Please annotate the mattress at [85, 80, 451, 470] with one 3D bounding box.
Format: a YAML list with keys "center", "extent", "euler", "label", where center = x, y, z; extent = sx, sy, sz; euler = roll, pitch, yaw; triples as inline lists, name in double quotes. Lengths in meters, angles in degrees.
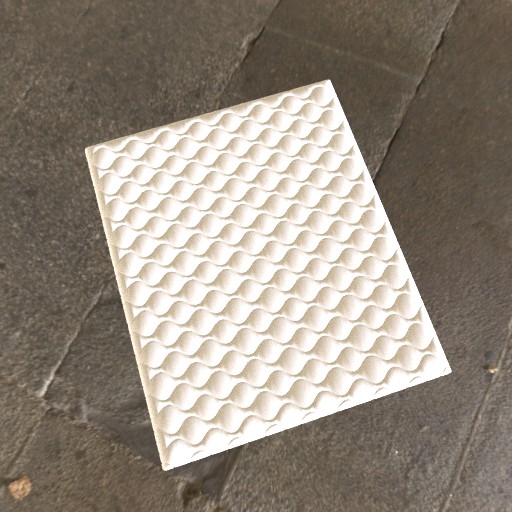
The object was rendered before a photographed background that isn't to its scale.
- center: [0.000, 0.000, 2.599]
  extent: [1.600, 0.200, 1.900]
  euler: [-17, 76, -4]
  label: "mattress"
